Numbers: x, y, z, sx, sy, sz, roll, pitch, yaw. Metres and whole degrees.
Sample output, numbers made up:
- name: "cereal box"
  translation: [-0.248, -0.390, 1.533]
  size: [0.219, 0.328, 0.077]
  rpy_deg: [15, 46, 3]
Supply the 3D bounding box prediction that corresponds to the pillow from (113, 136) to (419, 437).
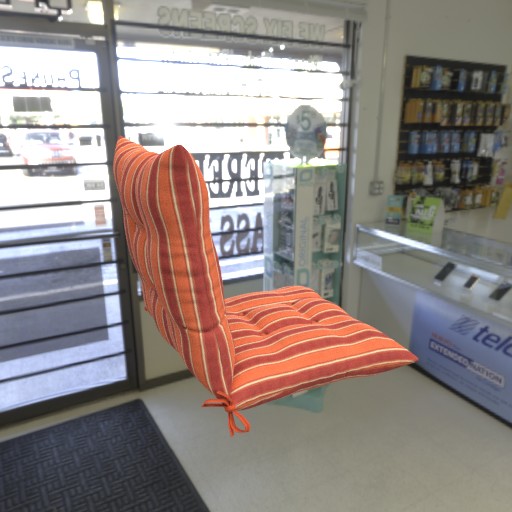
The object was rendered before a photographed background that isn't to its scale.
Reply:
- name: "pillow"
  translation: [0.000, 0.000, 1.035]
  size: [0.585, 0.536, 0.541]
  rpy_deg: [-8, 18, -25]
